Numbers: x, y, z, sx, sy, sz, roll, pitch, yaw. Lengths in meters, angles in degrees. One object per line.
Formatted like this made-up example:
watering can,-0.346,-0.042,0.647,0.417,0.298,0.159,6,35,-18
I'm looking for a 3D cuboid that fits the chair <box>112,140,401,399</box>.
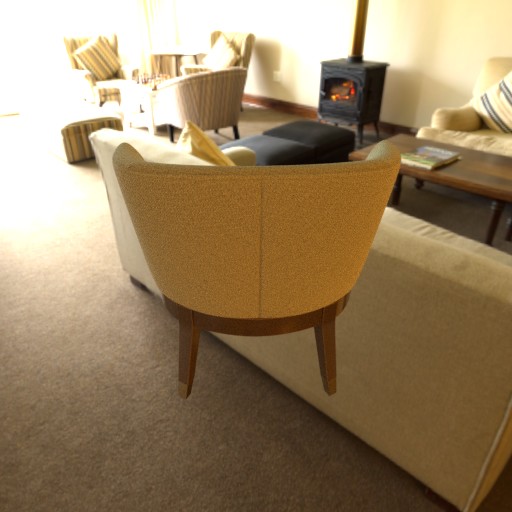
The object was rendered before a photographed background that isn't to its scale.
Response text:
chair,0.000,0.000,1.301,0.700,0.760,0.660,-1,31,-2
